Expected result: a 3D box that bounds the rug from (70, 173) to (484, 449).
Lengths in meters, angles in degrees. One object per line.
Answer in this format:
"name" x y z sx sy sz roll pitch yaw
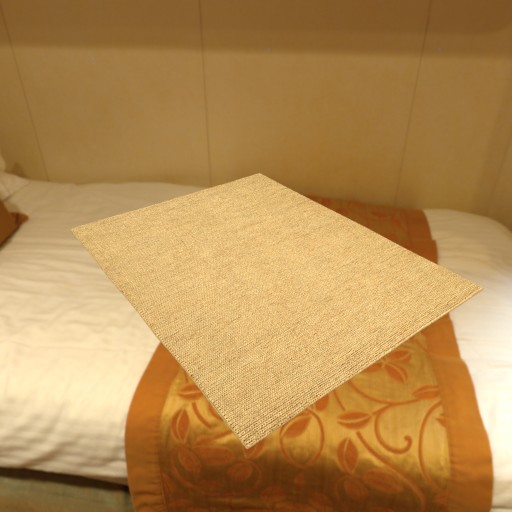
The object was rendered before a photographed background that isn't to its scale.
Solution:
"rug" 0.000 0.000 4.045 2.406 0.012 3.034 -22 39 -30
